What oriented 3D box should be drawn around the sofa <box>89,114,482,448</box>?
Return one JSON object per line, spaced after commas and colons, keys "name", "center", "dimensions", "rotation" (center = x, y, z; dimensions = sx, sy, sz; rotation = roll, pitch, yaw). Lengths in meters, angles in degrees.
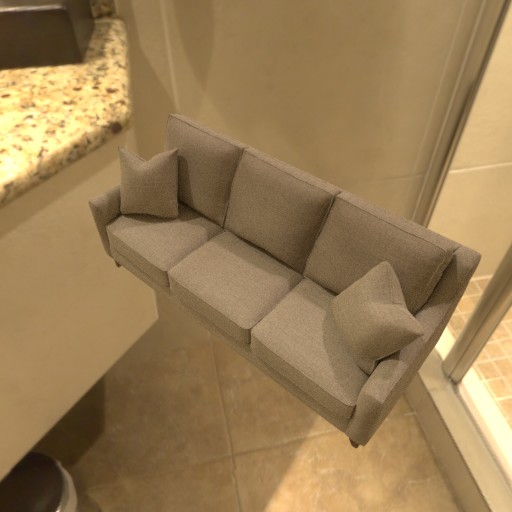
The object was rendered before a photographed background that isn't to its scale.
{"name": "sofa", "center": [0.000, 0.000, 2.512], "dimensions": [2.031, 0.914, 0.865], "rotation": [31, 53, 27]}
